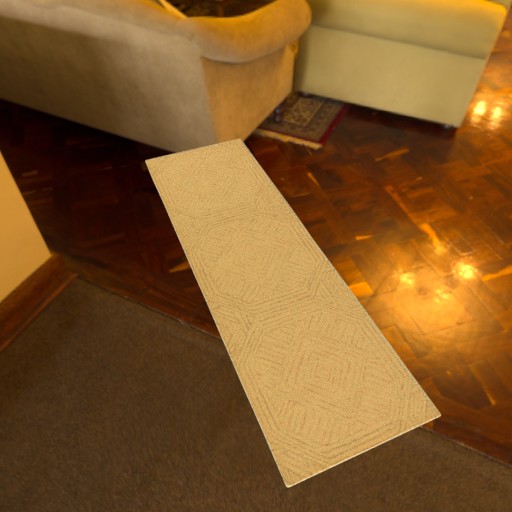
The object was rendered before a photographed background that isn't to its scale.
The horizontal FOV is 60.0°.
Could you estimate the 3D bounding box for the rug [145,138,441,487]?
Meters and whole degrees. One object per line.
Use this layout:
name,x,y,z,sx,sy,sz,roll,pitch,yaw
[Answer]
rug,0.000,0.000,2.657,0.775,0.012,2.452,-17,49,-15
